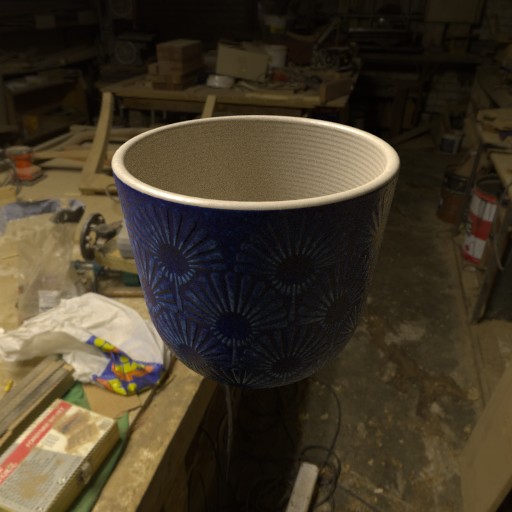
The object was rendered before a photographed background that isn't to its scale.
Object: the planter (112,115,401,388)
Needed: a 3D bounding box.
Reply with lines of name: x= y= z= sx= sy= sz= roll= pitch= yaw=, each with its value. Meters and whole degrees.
planter: x=0.000 y=0.000 z=0.308 sx=0.170 sy=0.153 sz=0.170 roll=0 pitch=31 yaw=0
